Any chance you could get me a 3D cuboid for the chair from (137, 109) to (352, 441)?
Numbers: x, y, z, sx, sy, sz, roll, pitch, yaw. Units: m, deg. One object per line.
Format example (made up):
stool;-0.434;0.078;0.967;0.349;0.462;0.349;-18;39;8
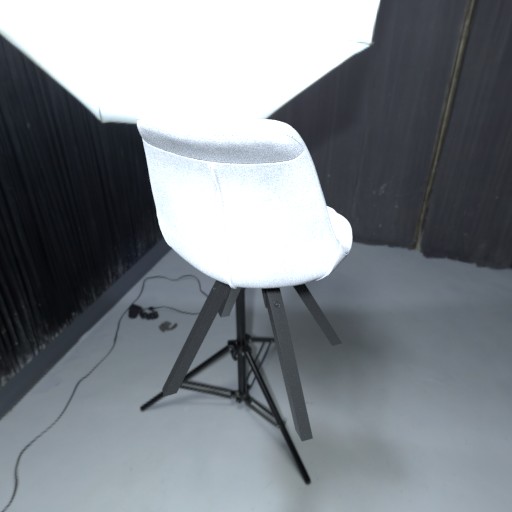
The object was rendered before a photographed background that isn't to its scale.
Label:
chair;0.000;0.000;1.179;0.485;0.850;0.550;11;33;17
